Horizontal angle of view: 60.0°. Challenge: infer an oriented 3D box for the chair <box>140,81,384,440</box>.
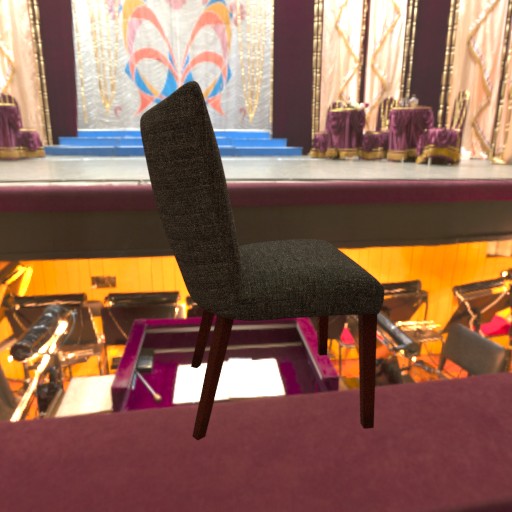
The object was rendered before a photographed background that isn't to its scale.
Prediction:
[{"bbox_3d":[0.000,0.000,1.330,0.623,0.924,0.535,-2,16,-8],"label":"chair"}]
